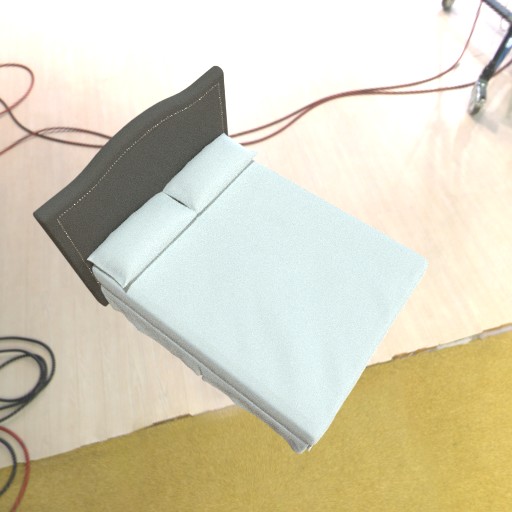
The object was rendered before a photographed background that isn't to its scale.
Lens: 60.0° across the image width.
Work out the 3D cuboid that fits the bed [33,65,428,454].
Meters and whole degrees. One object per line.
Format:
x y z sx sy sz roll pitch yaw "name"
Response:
0.000 0.000 3.104 2.036 1.387 1.666 33 65 18 "bed"
